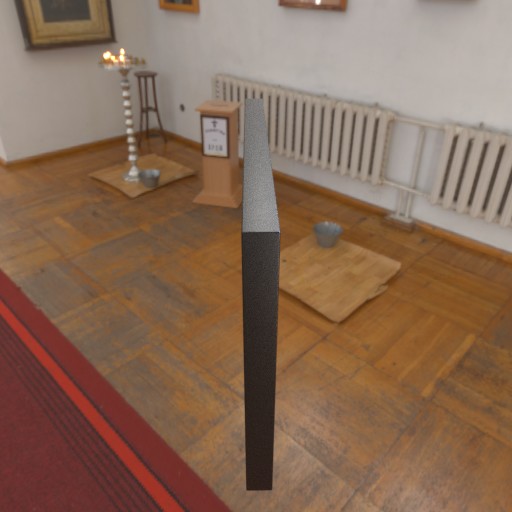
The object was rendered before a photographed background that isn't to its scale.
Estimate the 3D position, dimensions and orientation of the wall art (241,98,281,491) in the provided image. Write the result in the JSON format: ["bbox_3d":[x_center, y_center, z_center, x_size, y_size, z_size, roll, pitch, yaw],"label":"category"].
[{"bbox_3d":[0.000,0.000,1.212,0.058,0.640,0.939,0,31,-1],"label":"wall art"}]
